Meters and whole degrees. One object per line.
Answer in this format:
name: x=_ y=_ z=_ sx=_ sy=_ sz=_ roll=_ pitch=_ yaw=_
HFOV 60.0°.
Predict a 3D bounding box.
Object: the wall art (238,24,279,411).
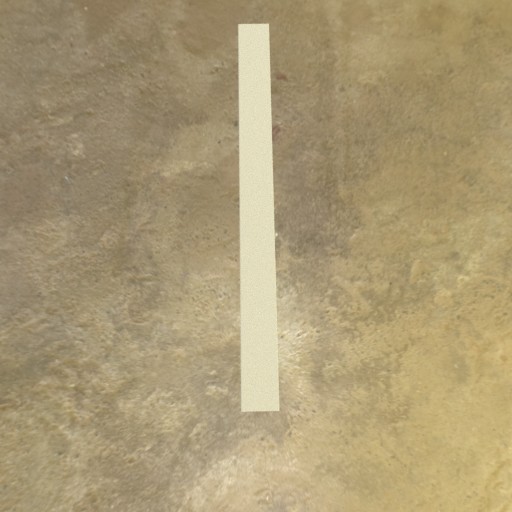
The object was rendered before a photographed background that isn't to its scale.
wall art: x=0.000 y=0.000 z=0.759 sx=0.039 sy=0.553 sz=0.451 roll=-1 pitch=76 yaw=0
